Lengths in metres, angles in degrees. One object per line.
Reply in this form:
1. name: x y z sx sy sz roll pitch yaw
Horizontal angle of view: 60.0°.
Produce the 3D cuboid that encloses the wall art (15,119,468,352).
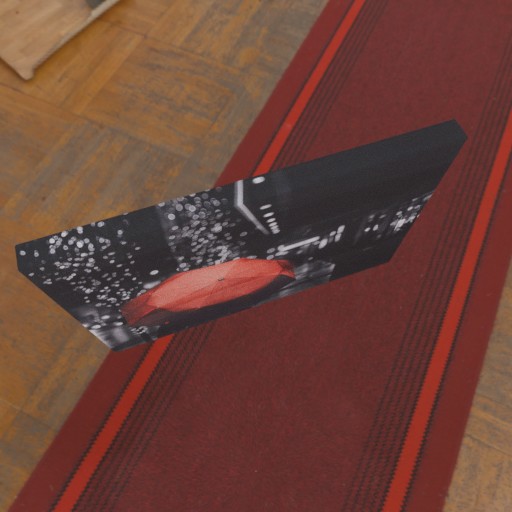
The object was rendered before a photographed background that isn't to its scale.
1. wall art: 0.000 0.000 0.756 0.609 0.406 0.037 -17 65 -8
